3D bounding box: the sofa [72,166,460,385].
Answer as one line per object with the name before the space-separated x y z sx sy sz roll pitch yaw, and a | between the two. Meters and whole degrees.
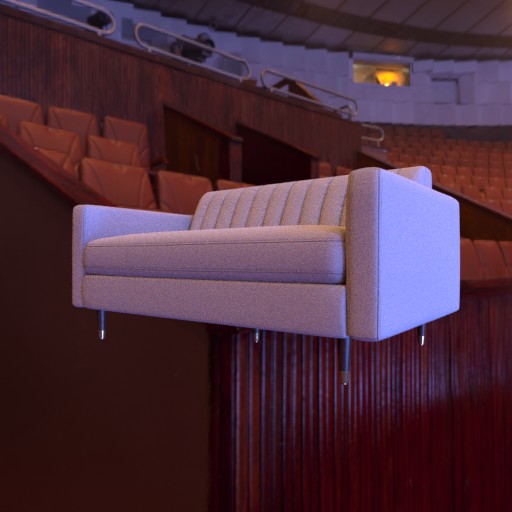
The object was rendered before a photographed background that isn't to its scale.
sofa | 0.000 0.000 2.061 1.585 0.801 0.950 0 0 37
